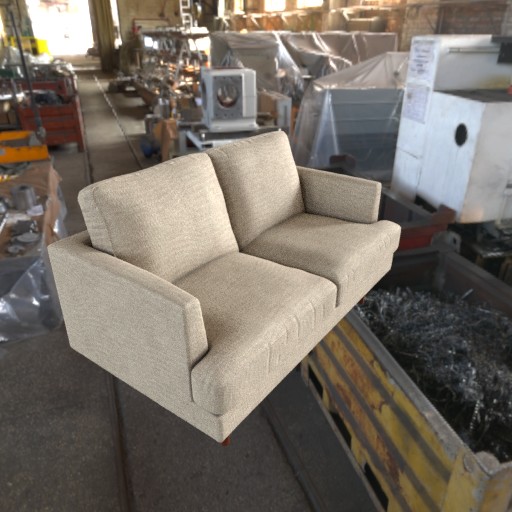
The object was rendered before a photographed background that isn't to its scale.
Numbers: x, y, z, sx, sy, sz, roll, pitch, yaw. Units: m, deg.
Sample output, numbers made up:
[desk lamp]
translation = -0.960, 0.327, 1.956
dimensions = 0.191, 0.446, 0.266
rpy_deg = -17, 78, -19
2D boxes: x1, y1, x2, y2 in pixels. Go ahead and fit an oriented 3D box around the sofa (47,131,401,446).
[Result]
[sofa]
translation = 0.000, 0.000, 2.143
dimensions = 0.903, 0.944, 1.582
rpy_deg = 18, 32, 32
